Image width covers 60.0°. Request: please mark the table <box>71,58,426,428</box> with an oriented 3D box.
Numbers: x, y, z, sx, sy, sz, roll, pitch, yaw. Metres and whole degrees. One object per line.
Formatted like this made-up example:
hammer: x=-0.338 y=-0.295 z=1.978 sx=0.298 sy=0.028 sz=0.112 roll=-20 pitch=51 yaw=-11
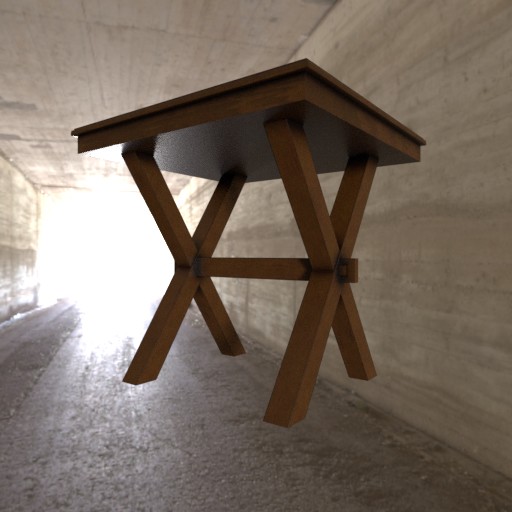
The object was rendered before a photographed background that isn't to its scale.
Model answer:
table: x=0.000 y=0.000 z=1.023 sx=0.602 sy=0.562 sz=0.560 roll=0 pitch=0 yaw=37
